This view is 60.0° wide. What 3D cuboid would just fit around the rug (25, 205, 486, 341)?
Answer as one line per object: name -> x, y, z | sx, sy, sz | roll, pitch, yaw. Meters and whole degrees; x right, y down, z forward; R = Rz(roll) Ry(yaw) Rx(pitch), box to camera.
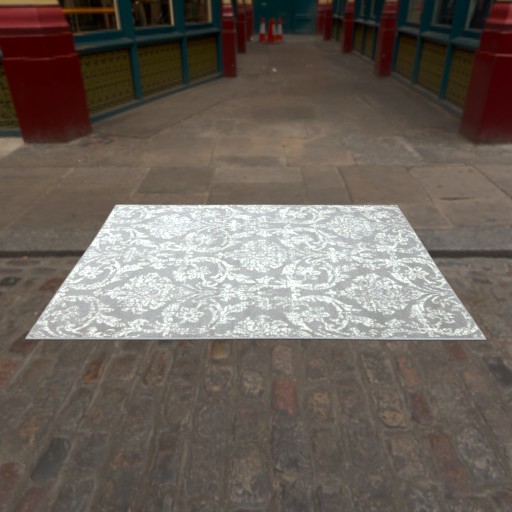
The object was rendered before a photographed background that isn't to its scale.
rug -> 0.000, 0.000, 2.796 | 2.206, 0.014, 1.578 | 0, 30, 0
